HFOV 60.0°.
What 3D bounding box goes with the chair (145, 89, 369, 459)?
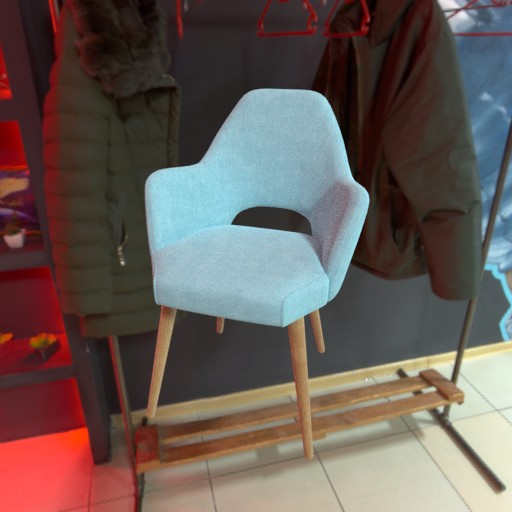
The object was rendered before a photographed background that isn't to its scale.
[{"bbox_3d":[0.000,0.000,1.257,0.590,0.840,0.610,8,27,16],"label":"chair"}]
